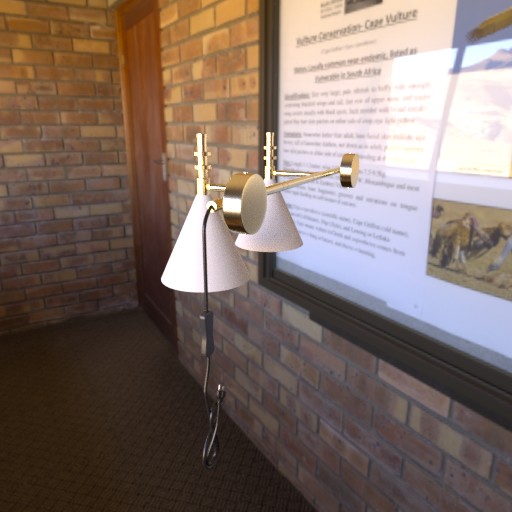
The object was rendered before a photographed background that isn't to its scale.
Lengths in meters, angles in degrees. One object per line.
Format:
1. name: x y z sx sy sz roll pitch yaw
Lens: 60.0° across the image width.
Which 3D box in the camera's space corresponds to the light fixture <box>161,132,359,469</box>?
1. light fixture: 0.000 0.000 0.876 0.239 0.468 0.642 8 18 25
